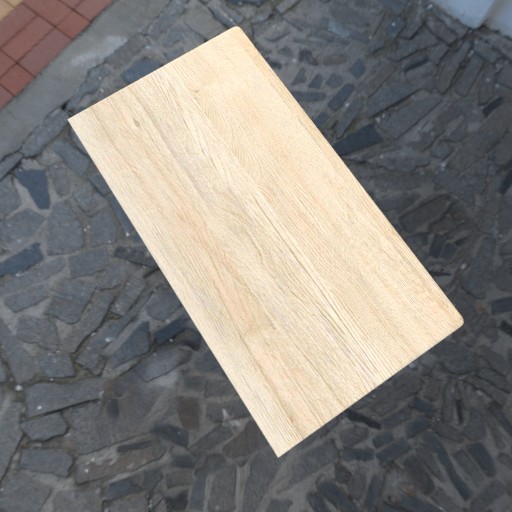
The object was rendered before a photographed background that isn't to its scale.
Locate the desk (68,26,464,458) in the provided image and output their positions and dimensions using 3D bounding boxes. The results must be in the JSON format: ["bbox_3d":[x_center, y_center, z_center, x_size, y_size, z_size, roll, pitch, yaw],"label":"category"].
[{"bbox_3d":[0.000,0.000,1.361,0.480,0.770,0.885,-33,79,-7],"label":"desk"}]
